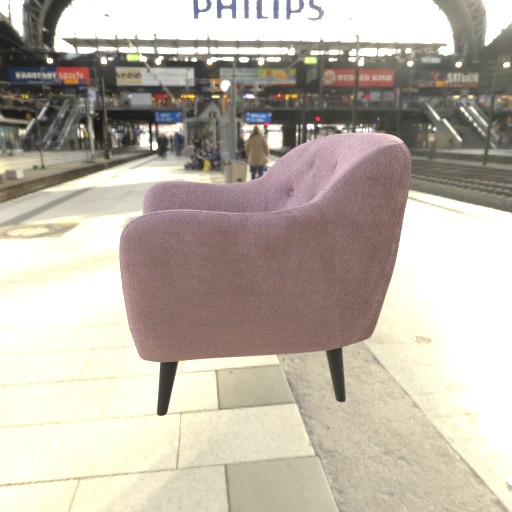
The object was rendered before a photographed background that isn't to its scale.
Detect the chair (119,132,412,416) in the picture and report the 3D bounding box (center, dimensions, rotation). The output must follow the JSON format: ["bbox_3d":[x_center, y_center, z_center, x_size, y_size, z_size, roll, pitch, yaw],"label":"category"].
[{"bbox_3d":[0.000,0.000,1.526,0.820,0.820,0.840,-2,15,-9],"label":"chair"}]
